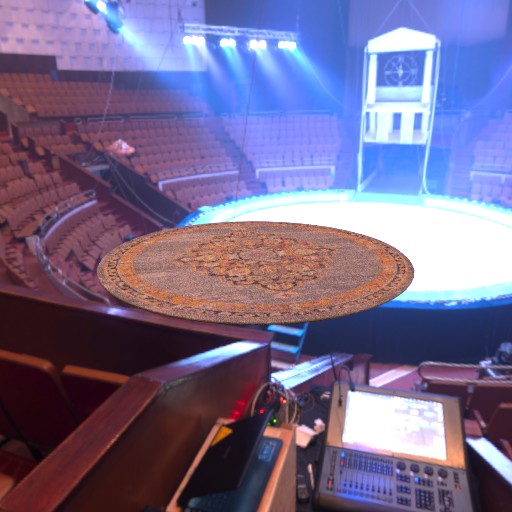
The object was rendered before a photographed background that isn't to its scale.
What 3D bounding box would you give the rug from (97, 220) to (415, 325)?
[{"bbox_3d":[0.000,0.000,3.500,2.382,0.014,2.382,0,18,0],"label":"rug"}]
